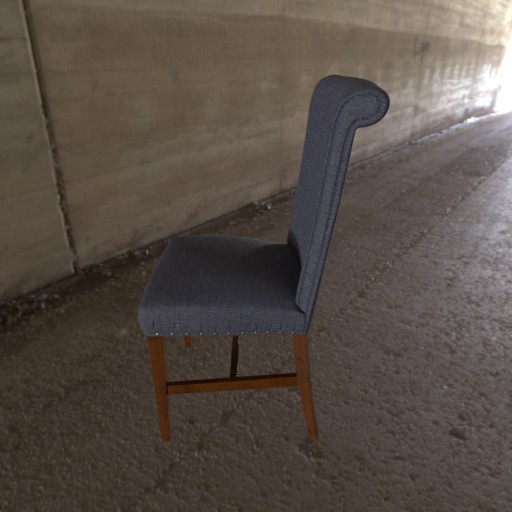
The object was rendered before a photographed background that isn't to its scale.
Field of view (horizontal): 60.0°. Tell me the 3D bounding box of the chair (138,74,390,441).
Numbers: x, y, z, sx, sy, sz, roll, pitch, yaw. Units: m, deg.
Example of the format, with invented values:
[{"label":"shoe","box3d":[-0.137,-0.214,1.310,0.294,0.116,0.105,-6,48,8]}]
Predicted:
[{"label":"chair","box3d":[0.000,0.000,1.330,0.608,0.988,0.513,0,25,0]}]
